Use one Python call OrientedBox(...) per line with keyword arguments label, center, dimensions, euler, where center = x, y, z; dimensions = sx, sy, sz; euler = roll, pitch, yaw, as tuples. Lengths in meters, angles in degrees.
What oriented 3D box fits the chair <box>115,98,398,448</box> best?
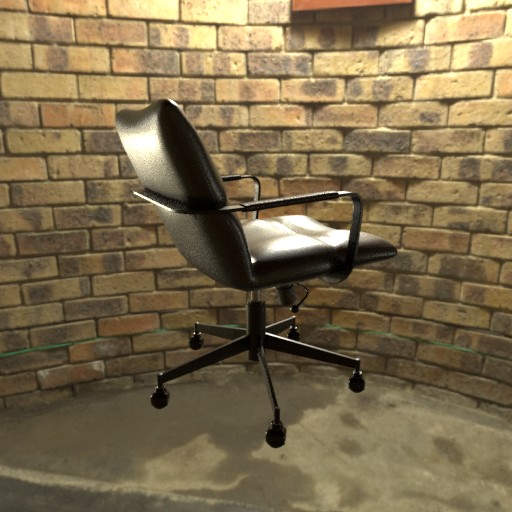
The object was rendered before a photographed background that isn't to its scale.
OrientedBox(label="chair", center=(0.000, 0.000, 1.452), dimensions=(0.748, 0.922, 0.719), euler=(-7, 17, -26))
